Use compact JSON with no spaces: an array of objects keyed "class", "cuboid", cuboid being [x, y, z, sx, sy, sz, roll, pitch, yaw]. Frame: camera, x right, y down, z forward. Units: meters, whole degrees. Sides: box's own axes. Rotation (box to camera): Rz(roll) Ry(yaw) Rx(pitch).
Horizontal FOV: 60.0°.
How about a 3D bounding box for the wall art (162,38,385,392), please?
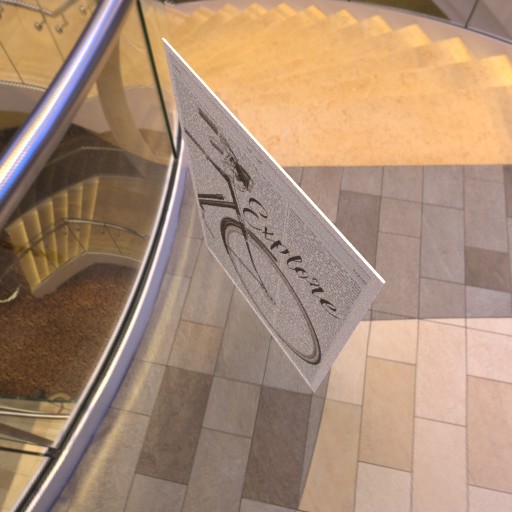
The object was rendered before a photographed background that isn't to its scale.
[{"class":"wall art","cuboid":[0.000,0.000,0.808,0.003,0.610,0.457,-32,67,-15]}]
